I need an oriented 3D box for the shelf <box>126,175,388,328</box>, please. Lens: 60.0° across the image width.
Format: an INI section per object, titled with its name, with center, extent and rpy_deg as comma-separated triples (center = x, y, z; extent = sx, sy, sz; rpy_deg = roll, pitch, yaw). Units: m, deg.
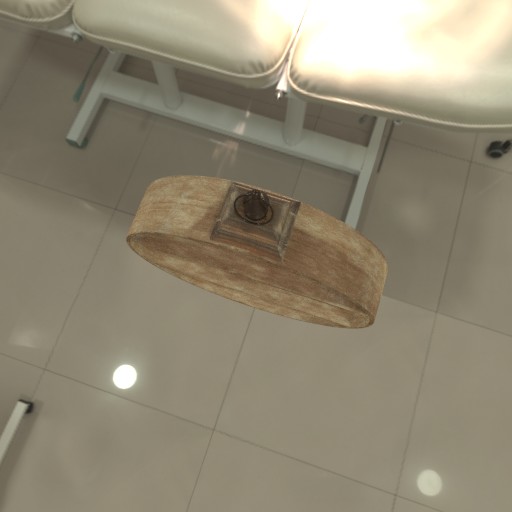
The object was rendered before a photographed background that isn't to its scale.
[shelf]
center = 0.000, 0.000, 1.013
extent = 0.601, 0.725, 0.125
rpy_deg = 18, 75, 5
